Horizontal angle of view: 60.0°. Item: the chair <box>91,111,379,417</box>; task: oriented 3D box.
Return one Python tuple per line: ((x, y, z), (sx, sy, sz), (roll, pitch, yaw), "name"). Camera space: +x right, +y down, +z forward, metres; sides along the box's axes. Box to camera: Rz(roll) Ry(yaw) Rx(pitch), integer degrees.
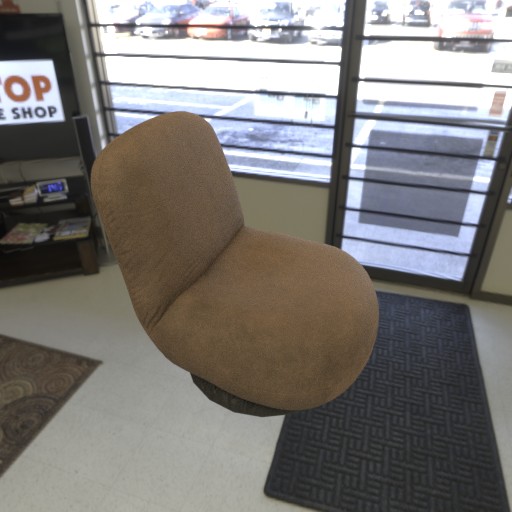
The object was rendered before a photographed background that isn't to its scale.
((0.000, 0.000, 1.041), (0.597, 0.594, 0.521), (11, 33, 19), "chair")
